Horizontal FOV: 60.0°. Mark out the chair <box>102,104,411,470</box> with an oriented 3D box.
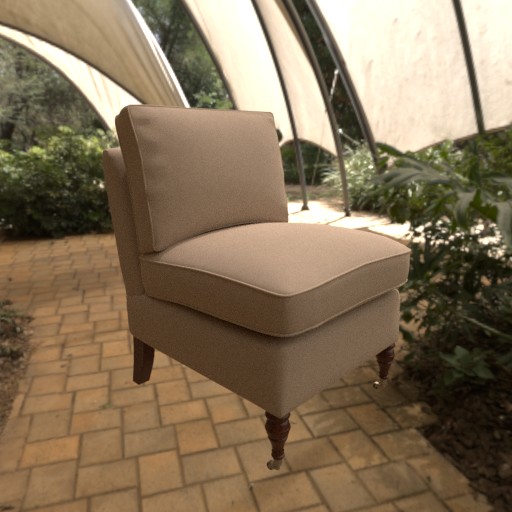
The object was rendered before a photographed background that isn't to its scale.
[{"bbox_3d":[0.000,0.000,1.628,0.912,1.052,0.724,14,20,42],"label":"chair"}]
